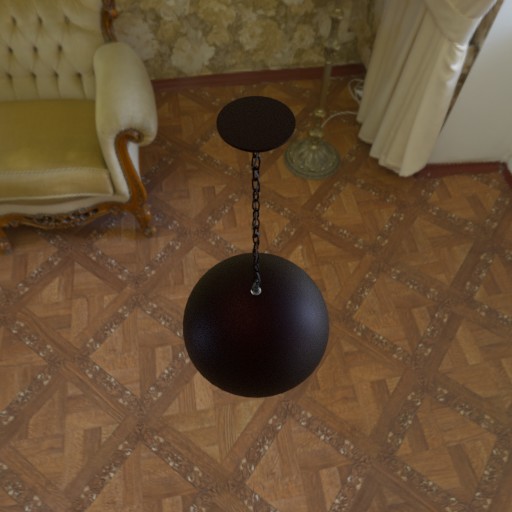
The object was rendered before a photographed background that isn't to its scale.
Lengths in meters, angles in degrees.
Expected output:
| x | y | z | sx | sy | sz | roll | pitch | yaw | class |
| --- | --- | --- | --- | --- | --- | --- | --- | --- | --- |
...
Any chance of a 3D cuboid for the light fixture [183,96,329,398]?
| x | y | z | sx | sy | sz | roll | pitch | yaw | class |
| --- | --- | --- | --- | --- | --- | --- | --- | --- | --- |
| 0.000 | 0.000 | 1.138 | 0.492 | 0.869 | 0.492 | 30 | 62 | 18 | light fixture |
